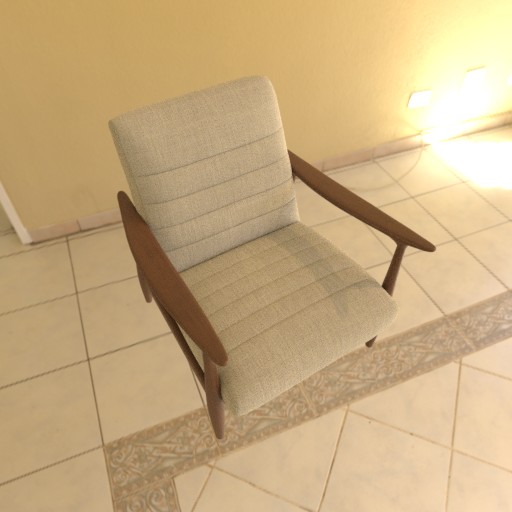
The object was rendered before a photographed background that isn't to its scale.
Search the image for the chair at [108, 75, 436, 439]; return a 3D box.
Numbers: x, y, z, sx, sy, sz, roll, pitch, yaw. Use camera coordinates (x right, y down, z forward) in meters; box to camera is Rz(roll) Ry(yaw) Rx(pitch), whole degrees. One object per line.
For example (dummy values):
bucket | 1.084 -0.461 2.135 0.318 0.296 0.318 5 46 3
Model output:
chair | 0.000 0.000 1.462 0.741 0.832 0.798 -24 51 -22
